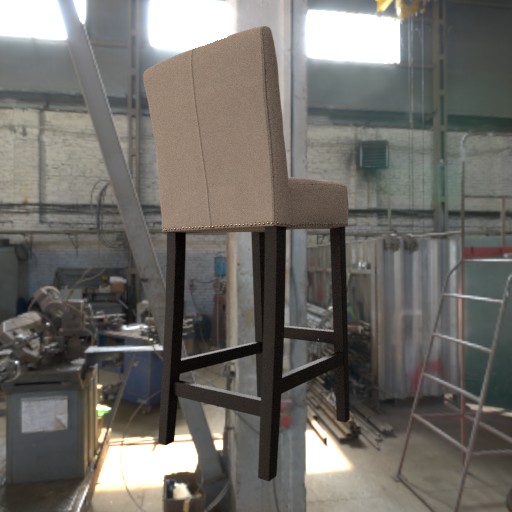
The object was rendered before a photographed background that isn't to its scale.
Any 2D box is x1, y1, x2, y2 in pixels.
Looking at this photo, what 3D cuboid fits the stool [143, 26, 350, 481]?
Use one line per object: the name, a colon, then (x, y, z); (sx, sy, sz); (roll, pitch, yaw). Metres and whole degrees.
stool: (0.000, 0.000, 1.306); (0.411, 1.047, 0.548); (-1, -1, 35)
